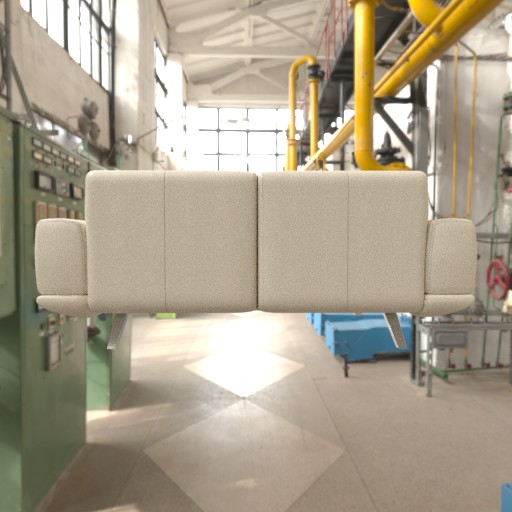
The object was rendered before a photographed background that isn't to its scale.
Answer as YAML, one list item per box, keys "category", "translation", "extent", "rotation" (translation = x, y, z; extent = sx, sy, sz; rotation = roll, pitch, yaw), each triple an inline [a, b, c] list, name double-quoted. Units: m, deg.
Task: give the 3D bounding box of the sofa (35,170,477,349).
- category: "sofa"
  translation: [0.000, 0.000, 2.321]
  extent: [1.901, 0.772, 0.900]
  rotation: [0, 2, -1]
